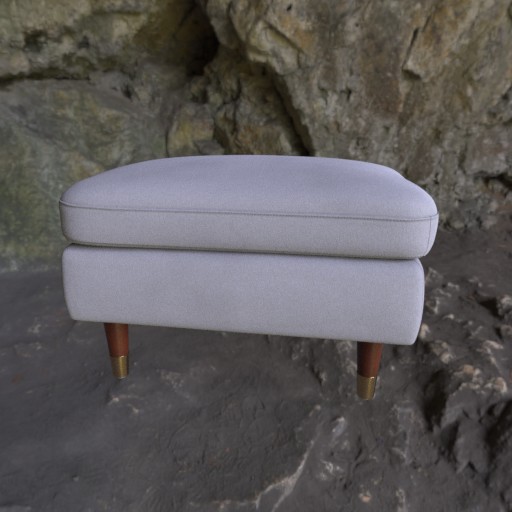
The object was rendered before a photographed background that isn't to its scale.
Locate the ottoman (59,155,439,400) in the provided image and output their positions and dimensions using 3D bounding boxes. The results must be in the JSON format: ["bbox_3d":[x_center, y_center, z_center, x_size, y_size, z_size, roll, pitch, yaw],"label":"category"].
[{"bbox_3d":[0.000,0.000,1.103,0.747,0.478,0.593,3,17,8],"label":"ottoman"}]
